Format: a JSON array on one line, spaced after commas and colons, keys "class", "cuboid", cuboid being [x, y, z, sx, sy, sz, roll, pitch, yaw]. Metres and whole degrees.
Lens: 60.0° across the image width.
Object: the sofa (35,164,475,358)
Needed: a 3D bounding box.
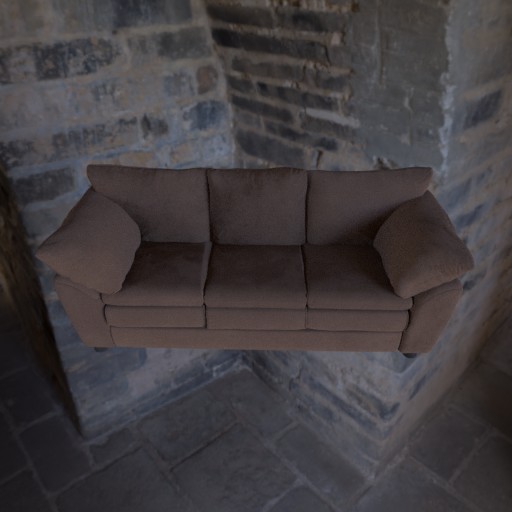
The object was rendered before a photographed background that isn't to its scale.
[{"class": "sofa", "cuboid": [0.000, 0.000, 2.793, 2.336, 1.015, 0.878, 1, 31, 1]}]
